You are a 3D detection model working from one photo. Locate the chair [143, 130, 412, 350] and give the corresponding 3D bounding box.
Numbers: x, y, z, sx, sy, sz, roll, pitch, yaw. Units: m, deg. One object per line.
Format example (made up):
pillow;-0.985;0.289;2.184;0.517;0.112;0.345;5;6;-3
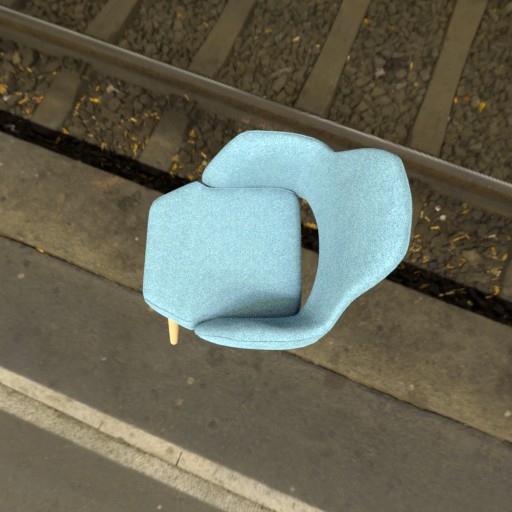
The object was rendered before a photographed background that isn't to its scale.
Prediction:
chair;0.000;0.000;1.366;0.666;0.920;0.589;1;74;0
